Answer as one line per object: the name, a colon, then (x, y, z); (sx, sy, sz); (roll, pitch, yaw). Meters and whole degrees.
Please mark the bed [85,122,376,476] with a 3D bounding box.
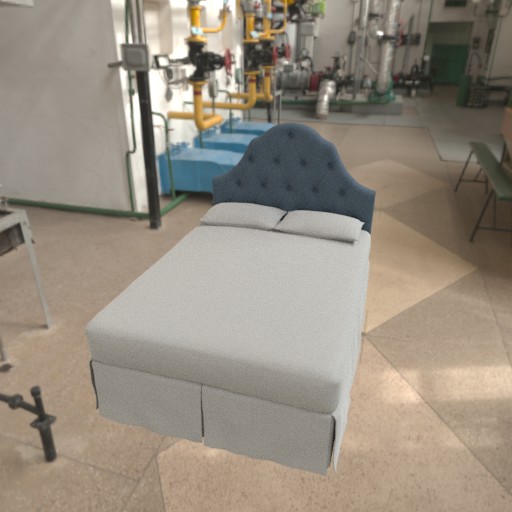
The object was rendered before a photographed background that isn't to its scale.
bed: (0.000, 0.000, 3.276); (1.636, 1.575, 2.155); (8, 27, 16)
